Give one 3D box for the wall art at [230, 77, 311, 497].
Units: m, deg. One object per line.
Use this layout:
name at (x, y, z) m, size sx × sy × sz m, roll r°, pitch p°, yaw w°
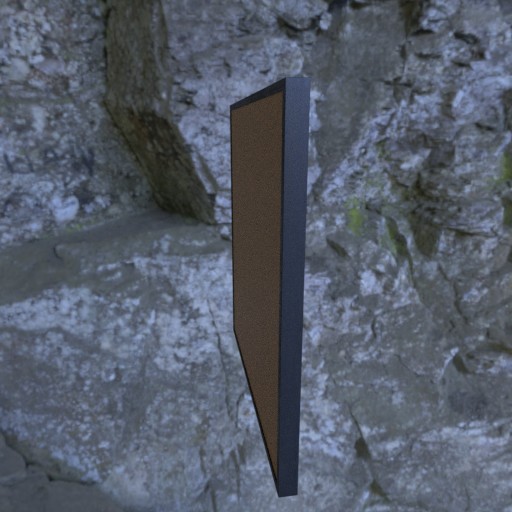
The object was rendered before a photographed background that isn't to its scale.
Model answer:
wall art at (0.000, 0.000, 1.122) m, size 0.039 × 0.763 × 0.763 m, roll -3°, pitch 16°, yaw -9°
